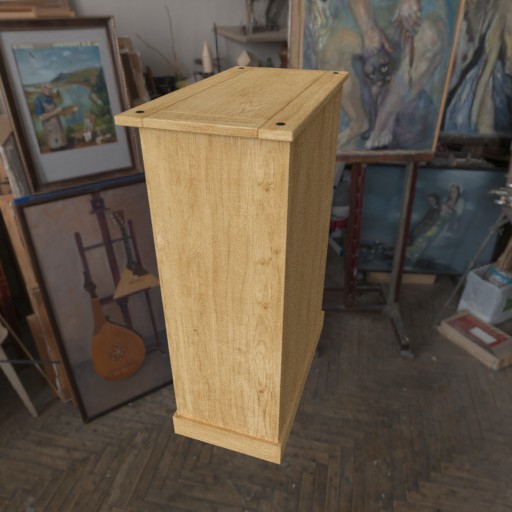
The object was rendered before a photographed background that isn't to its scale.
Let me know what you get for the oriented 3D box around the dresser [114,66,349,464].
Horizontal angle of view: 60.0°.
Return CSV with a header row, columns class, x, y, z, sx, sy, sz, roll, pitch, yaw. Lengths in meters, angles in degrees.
class,x,y,z,sx,sy,sz,roll,pitch,yaw
dresser,0.000,0.000,1.805,0.485,1.300,0.915,10,32,16
